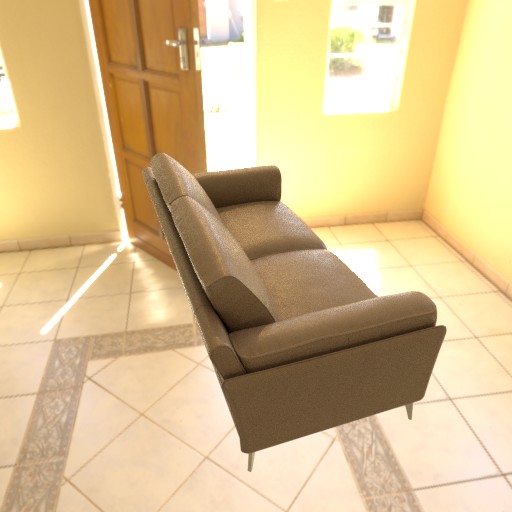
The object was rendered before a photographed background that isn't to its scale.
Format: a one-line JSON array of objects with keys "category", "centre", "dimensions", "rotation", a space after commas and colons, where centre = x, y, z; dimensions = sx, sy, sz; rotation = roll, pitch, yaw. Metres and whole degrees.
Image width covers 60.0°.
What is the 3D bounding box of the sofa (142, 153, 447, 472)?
[{"category": "sofa", "centre": [0.000, 0.000, 2.658], "dimensions": [1.049, 0.930, 2.101], "rotation": [-10, 32, -16]}]
